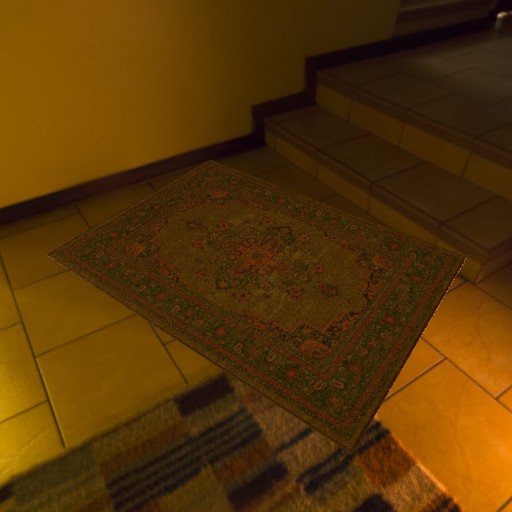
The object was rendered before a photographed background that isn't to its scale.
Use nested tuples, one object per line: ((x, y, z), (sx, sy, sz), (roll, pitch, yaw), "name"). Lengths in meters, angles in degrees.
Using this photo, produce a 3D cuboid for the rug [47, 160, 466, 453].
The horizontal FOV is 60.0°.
((0.000, 0.000, 2.883), (2.214, 0.013, 1.609), (26, 47, 27), "rug")
